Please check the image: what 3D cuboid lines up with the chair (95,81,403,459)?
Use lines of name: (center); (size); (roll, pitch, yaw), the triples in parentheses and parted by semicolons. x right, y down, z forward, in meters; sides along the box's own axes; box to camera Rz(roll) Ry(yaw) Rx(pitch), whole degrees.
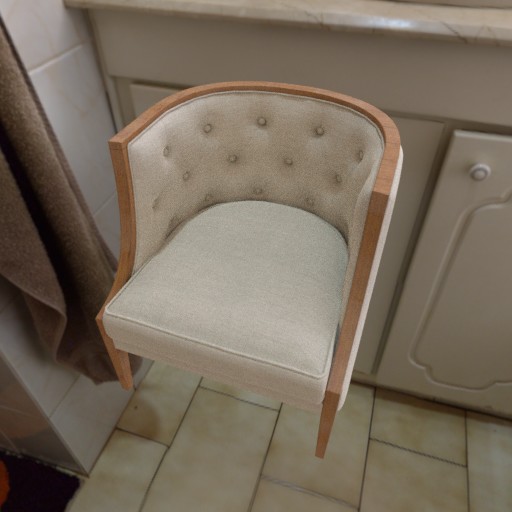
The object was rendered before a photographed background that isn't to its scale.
chair: (0.000, 0.000, 1.352); (0.711, 0.775, 0.757); (14, 44, 14)
